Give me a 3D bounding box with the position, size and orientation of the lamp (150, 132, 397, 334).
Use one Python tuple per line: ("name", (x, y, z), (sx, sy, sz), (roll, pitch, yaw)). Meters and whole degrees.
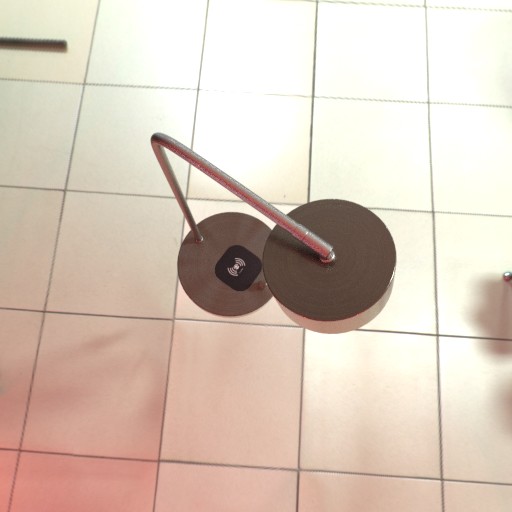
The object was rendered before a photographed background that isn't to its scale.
("lamp", (0.000, 0.000, 0.664), (0.334, 0.469, 0.211), (36, 79, 8))
